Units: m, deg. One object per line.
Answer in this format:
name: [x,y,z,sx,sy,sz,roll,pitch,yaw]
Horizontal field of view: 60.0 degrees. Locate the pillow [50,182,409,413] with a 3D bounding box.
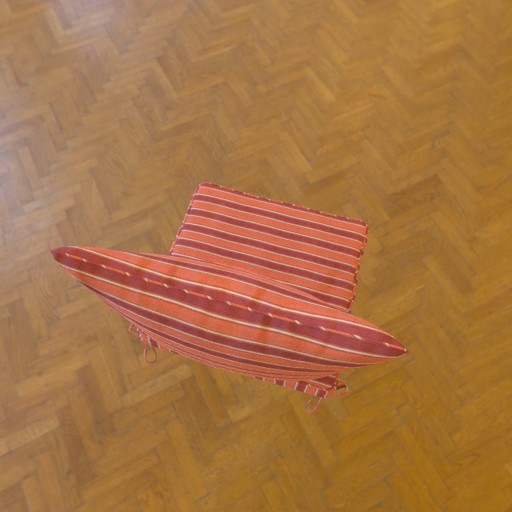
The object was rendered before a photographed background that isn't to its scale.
pillow: [0.000,0.000,1.358,0.799,0.723,0.733,15,65,7]
